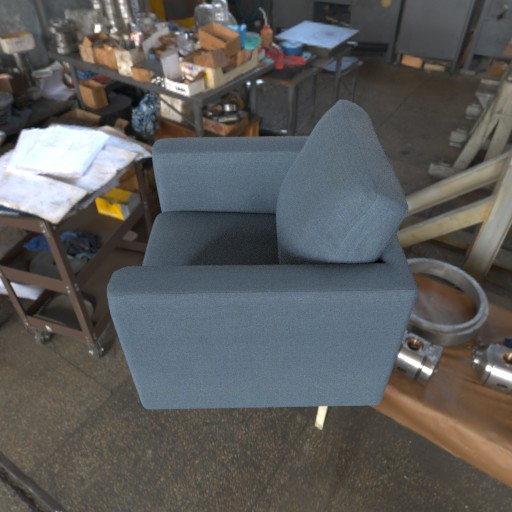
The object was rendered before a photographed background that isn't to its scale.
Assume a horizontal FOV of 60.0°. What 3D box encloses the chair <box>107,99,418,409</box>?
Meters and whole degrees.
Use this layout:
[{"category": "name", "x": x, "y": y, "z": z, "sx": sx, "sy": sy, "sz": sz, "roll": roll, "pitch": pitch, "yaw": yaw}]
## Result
[{"category": "chair", "x": 0.000, "y": 0.000, "z": 1.563, "sx": 0.820, "sy": 0.922, "sz": 0.855, "roll": -1, "pitch": 42, "yaw": -1}]
